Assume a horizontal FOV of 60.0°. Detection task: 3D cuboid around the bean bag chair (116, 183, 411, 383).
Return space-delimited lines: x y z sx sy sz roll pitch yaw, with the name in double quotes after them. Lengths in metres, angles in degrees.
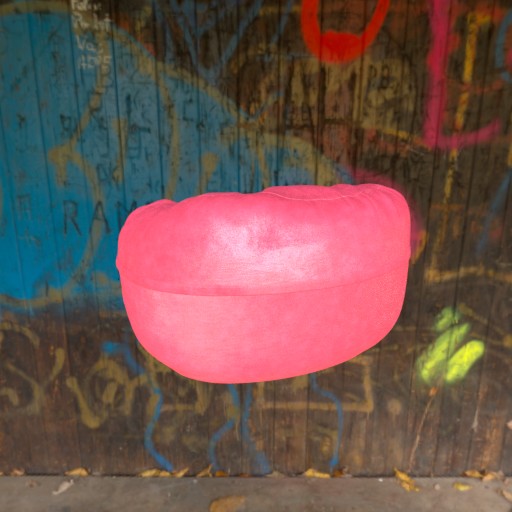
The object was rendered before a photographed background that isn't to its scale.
0.000 0.000 2.446 1.524 0.878 1.524 -8 17 -27 "bean bag chair"
